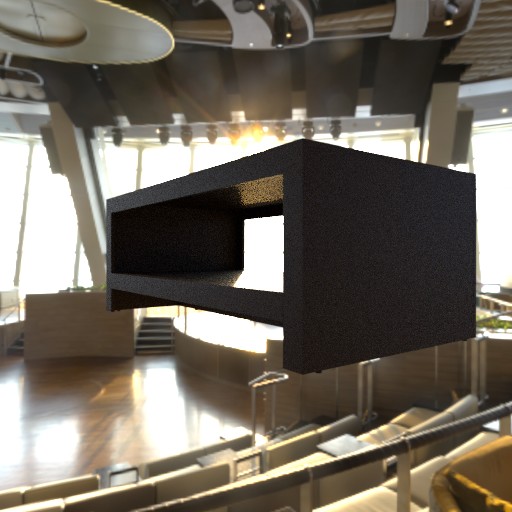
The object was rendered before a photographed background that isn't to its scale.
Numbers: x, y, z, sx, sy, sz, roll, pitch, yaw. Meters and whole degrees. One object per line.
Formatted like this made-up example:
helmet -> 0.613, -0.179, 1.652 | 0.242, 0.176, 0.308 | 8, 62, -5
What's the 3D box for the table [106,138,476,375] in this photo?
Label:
table -> 0.000, 0.000, 1.405 | 0.597, 0.424, 1.099 | 0, 0, -36
